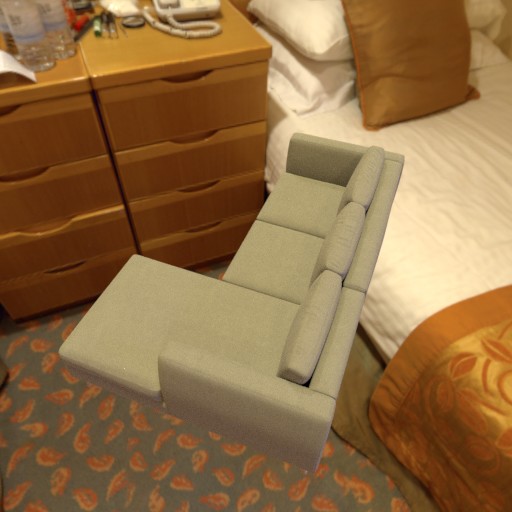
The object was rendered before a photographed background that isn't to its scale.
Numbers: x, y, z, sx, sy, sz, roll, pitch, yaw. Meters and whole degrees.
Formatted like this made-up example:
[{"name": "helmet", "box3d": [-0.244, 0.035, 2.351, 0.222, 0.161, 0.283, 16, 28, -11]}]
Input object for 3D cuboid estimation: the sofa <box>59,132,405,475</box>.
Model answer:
[{"name": "sofa", "box3d": [0.000, 0.000, 3.070, 1.580, 0.860, 2.300, 16, 50, 14]}]
